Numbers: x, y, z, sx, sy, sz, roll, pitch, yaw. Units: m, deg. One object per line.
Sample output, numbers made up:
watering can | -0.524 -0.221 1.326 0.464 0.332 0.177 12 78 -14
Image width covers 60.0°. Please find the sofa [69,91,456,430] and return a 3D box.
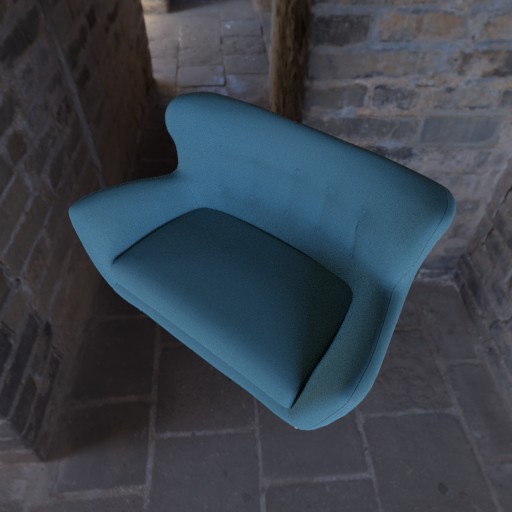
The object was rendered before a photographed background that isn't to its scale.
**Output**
sofa | 0.000 0.000 1.924 1.397 0.889 0.889 30 54 25
